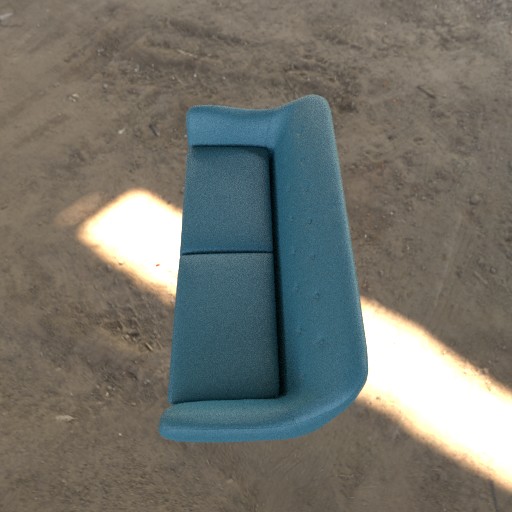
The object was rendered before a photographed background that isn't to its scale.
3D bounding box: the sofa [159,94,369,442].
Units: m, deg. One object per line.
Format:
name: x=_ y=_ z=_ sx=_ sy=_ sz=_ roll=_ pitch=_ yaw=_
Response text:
sofa: x=0.000 y=0.000 z=2.322 sx=0.820 sy=0.836 sz=1.840 roll=-1 pitch=59 yaw=-1
